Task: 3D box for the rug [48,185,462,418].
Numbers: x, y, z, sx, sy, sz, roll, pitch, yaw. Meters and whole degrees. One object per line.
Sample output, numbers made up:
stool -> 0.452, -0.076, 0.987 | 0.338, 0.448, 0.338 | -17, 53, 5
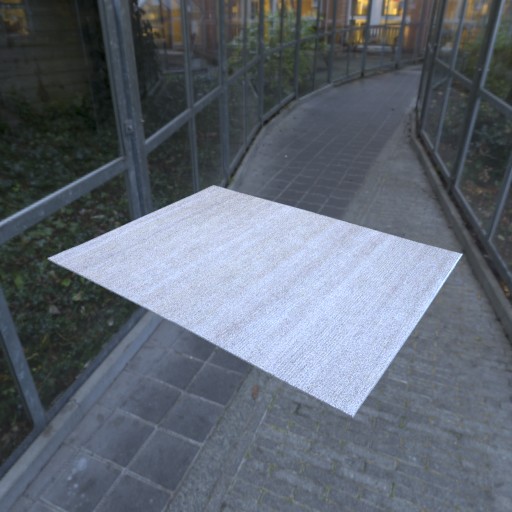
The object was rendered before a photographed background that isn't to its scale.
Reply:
rug -> 0.000, 0.000, 4.325 | 3.245, 0.046, 2.467 | 20, 35, 31
